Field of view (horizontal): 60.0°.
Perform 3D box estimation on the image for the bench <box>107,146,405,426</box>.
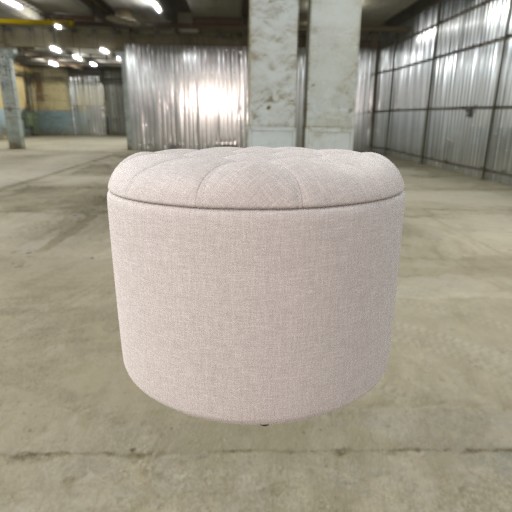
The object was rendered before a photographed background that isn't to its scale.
[{"bbox_3d":[0.000,0.000,0.976,0.600,0.453,0.600,0,17,0],"label":"bench"}]
